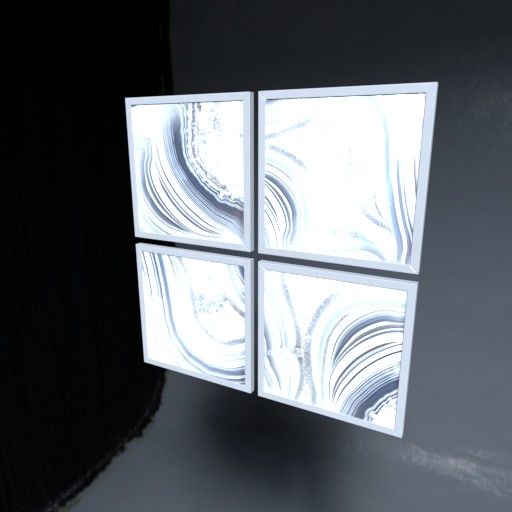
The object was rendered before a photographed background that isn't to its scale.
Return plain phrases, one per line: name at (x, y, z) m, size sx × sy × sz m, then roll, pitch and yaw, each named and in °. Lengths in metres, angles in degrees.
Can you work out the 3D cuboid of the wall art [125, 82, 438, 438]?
wall art at (0.000, 0.000, 1.603) m, size 1.118 × 1.118 × 0.029 m, roll 8°, pitch 17°, yaw 27°
